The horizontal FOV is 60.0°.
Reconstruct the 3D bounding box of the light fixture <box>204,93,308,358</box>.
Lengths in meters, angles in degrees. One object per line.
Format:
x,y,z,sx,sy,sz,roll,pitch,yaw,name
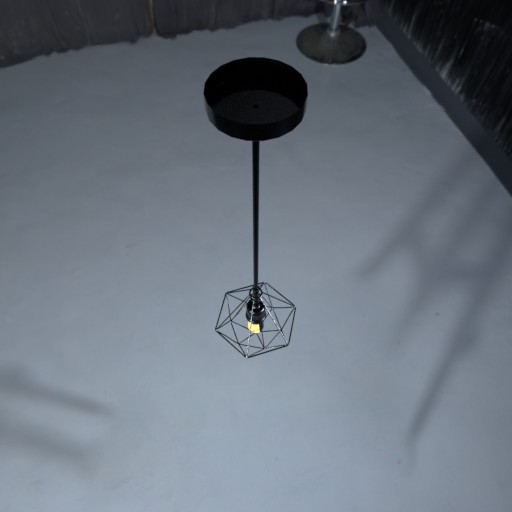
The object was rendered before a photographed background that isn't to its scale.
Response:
0.000,0.000,1.993,0.487,1.764,0.431,-15,59,-9,light fixture
